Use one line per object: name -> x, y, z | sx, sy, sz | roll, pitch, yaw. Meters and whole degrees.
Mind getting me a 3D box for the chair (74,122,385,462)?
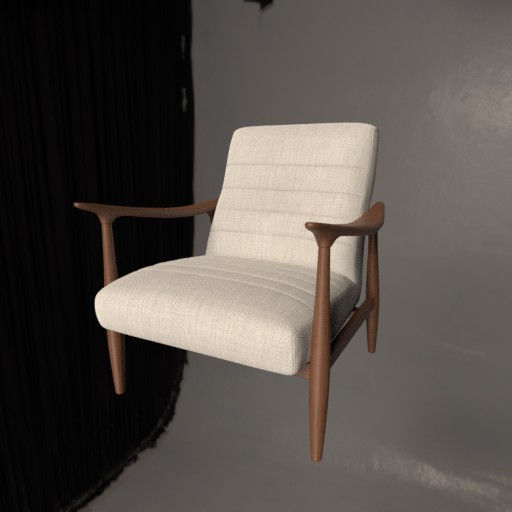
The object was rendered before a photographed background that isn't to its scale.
chair -> 0.000, 0.000, 1.405 | 0.741, 0.832, 0.798 | 7, 16, 27
